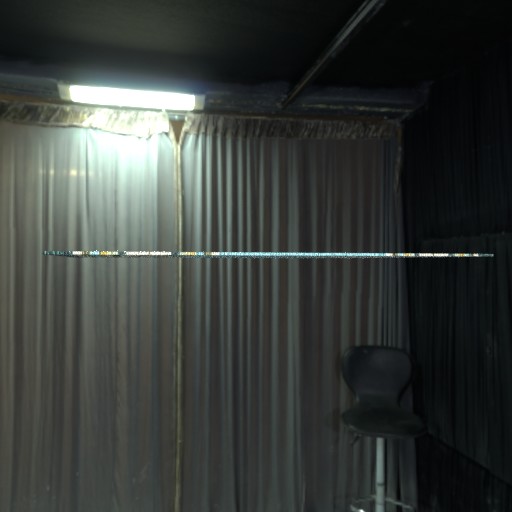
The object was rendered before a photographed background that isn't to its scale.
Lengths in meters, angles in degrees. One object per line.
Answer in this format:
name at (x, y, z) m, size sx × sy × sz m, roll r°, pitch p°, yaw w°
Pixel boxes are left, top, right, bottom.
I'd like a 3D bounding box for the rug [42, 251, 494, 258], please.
rug at (0.000, 0.000, 2.248) m, size 1.811 × 0.010 × 1.212 m, roll 0°, pitch -1°, yaw -18°
